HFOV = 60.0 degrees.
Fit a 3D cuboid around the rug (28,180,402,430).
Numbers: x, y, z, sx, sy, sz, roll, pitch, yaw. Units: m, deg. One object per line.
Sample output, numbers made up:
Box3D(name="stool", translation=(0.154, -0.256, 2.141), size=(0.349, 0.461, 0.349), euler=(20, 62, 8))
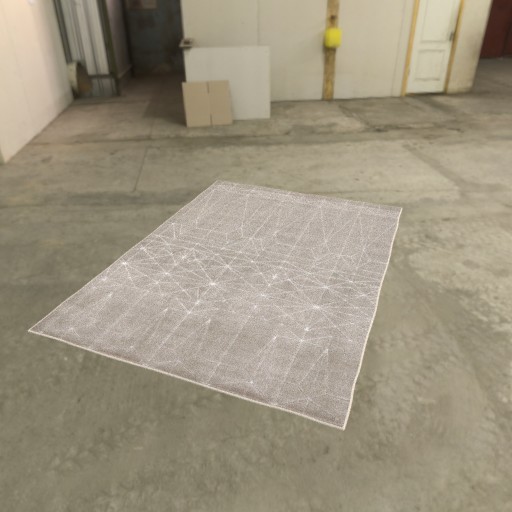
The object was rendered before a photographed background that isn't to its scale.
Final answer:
Box3D(name="rug", translation=(0.000, 0.000, 4.337), size=(2.449, 0.019, 3.357), euler=(11, 33, 18))
